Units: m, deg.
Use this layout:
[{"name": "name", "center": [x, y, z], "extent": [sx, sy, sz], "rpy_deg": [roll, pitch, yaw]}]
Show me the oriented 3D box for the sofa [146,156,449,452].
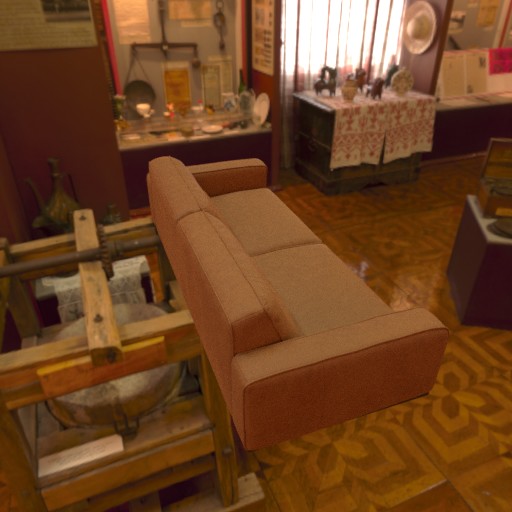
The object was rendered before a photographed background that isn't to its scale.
[{"name": "sofa", "center": [0.000, 0.000, 2.717], "extent": [0.953, 0.780, 2.270], "rpy_deg": [-11, 34, -18]}]
